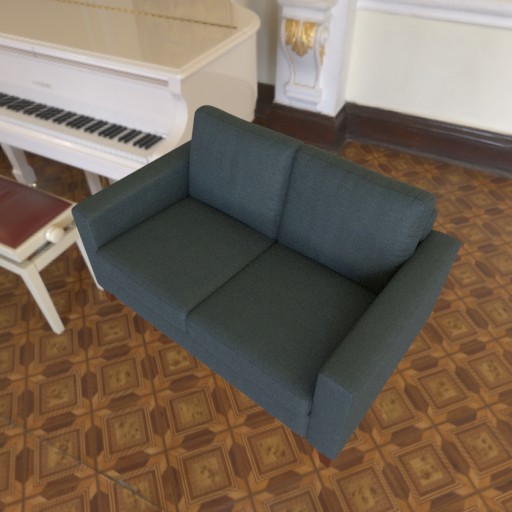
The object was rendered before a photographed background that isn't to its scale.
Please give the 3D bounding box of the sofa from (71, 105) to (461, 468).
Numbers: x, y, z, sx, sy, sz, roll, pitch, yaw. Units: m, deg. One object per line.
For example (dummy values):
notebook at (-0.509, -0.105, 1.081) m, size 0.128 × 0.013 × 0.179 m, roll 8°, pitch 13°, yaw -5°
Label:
sofa at (0.000, 0.000, 2.066) m, size 1.489 × 0.903 × 0.955 m, roll 29°, pitch 52°, yaw 27°
